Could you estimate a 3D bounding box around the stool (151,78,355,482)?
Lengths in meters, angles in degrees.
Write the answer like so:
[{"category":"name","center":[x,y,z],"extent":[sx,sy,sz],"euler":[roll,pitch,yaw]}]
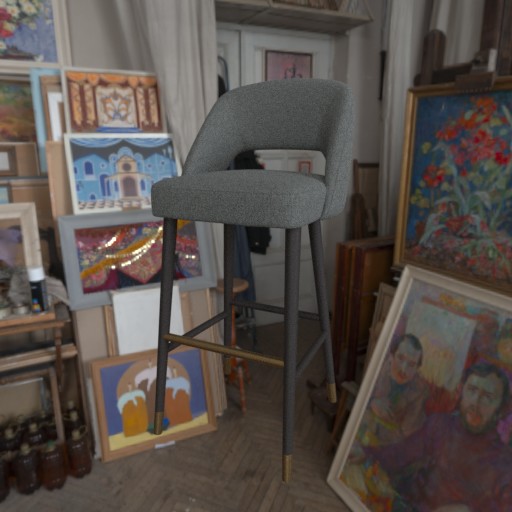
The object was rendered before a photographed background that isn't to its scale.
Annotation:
[{"category":"stool","center":[0.000,0.000,1.379],"extent":[0.536,1.089,0.524],"euler":[7,16,26]}]
